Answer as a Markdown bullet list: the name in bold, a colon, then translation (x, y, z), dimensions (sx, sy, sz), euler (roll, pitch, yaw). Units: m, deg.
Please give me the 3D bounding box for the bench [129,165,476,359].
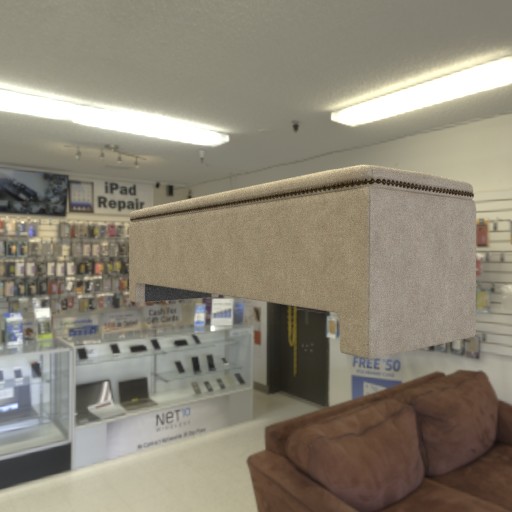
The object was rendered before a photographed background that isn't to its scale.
- **bench**: translation (0.000, 0.000, 1.694), dimensions (0.470, 0.447, 1.482), euler (0, 1, -36)
